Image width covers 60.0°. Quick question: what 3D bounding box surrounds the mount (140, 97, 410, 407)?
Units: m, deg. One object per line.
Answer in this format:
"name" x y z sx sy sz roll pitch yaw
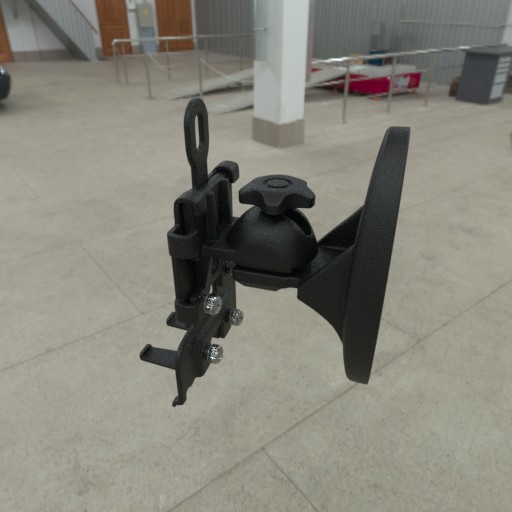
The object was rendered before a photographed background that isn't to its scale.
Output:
"mount" 0.000 0.000 0.176 0.100 0.118 0.066 9 31 15
